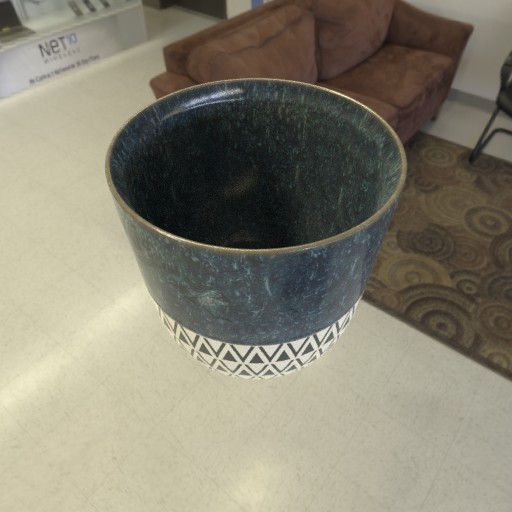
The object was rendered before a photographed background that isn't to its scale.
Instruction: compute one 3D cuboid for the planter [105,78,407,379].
[{"bbox_3d":[0.000,0.000,0.370,0.195,0.214,0.195,0,47,0],"label":"planter"}]
